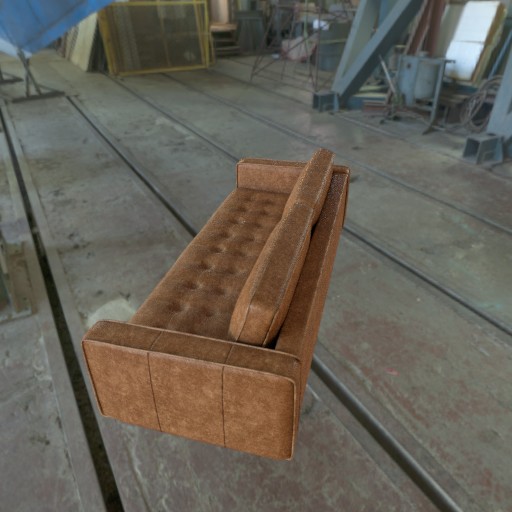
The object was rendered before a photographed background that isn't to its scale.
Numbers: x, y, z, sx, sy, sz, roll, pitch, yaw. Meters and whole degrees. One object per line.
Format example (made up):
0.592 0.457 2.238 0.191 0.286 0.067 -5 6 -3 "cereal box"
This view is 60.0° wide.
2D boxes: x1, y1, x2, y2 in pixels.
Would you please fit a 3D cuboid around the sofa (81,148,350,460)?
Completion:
0.000 0.000 2.607 0.886 0.779 2.199 8 33 13 "sofa"
